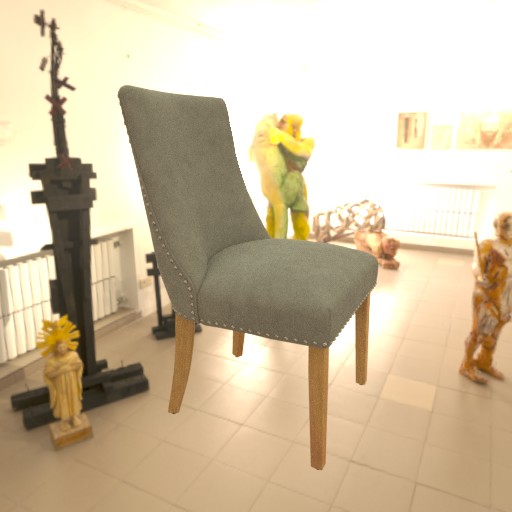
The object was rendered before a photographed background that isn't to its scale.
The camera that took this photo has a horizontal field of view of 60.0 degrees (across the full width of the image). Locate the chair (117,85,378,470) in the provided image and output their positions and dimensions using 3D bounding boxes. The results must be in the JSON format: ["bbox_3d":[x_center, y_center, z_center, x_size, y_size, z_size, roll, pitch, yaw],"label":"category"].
[{"bbox_3d":[0.000,0.000,1.266,0.610,0.902,0.495,8,17,26],"label":"chair"}]
